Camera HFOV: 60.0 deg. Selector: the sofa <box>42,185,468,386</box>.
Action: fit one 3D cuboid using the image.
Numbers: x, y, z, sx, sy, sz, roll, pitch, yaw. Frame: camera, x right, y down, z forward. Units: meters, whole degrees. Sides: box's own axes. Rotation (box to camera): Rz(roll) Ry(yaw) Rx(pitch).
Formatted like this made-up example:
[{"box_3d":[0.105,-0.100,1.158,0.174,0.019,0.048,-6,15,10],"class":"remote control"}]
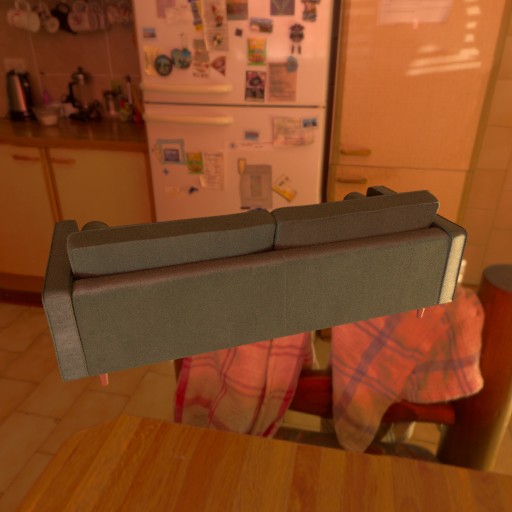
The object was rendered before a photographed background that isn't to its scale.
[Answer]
[{"box_3d":[0.000,0.000,2.613,2.199,0.769,0.918,-8,28,-16],"class":"sofa"}]
